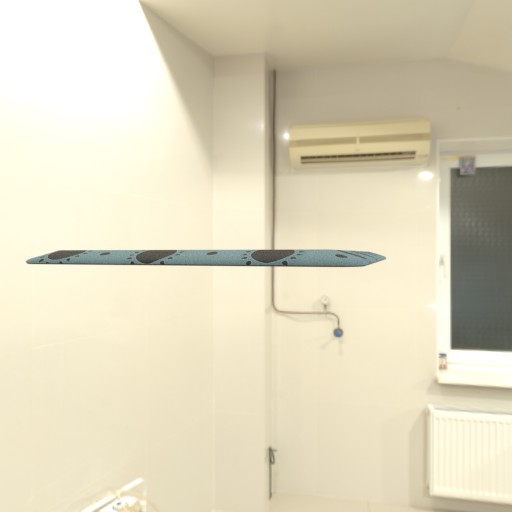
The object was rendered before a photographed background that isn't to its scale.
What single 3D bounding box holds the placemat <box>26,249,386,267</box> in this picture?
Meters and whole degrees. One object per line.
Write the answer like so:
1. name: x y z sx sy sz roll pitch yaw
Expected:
1. placemat: 0.000 0.000 0.942 0.508 0.021 0.762 0 0 18
